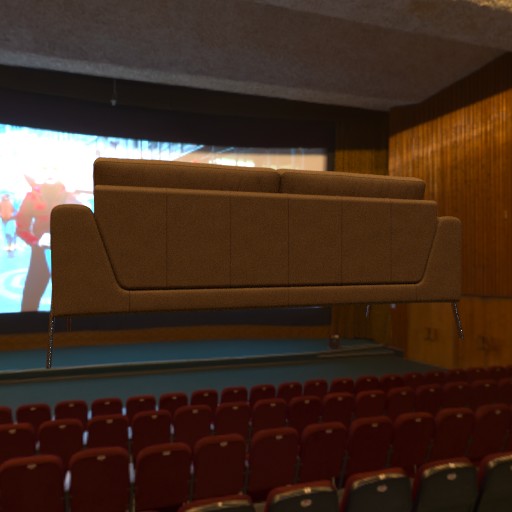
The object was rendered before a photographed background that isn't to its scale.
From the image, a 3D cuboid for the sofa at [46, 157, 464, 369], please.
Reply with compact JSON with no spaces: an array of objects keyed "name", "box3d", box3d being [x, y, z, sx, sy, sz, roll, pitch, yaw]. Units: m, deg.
[{"name":"sofa","box3d":[0.000,0.000,2.472,2.017,0.875,0.953,0,0,-18]}]
